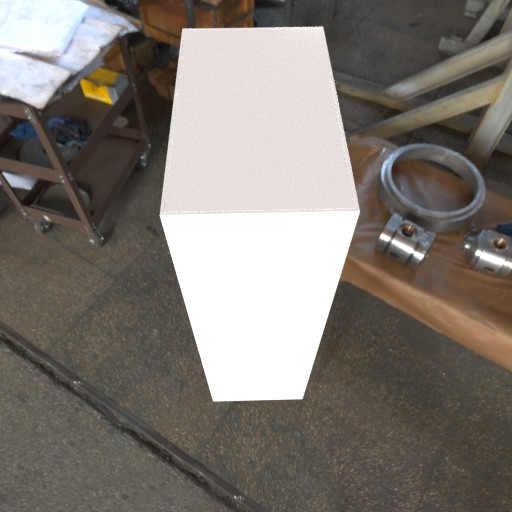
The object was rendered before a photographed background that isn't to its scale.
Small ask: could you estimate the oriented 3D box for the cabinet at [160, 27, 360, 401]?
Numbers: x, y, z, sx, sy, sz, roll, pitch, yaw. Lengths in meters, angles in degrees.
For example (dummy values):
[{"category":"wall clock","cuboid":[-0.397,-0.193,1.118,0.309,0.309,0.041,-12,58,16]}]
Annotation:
[{"category":"cabinet","cuboid":[0.000,0.000,2.352,0.580,1.920,0.980,-1,56,-1]}]
